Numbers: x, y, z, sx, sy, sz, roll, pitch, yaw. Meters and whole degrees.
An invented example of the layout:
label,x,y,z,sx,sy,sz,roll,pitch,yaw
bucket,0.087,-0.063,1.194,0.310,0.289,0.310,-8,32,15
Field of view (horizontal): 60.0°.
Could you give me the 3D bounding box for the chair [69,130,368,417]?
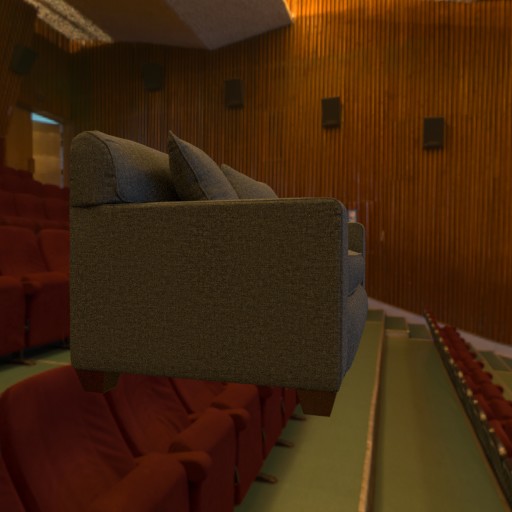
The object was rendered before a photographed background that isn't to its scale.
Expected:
label,x,y,z,sx,sy,sz,roll,pitch,yaw
chair,0.000,0.000,2.071,1.000,0.948,1.383,0,1,16
